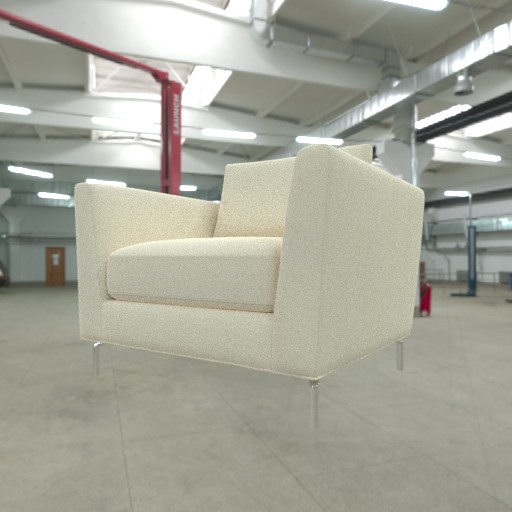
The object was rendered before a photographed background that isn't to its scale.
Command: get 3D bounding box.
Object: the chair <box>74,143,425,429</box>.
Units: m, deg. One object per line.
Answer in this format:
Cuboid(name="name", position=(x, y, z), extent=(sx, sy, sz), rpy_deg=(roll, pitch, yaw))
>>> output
Cuboid(name="chair", position=(0.000, 0.000, 1.680), extent=(1.041, 0.865, 0.889), rpy_deg=(0, 0, 35))
